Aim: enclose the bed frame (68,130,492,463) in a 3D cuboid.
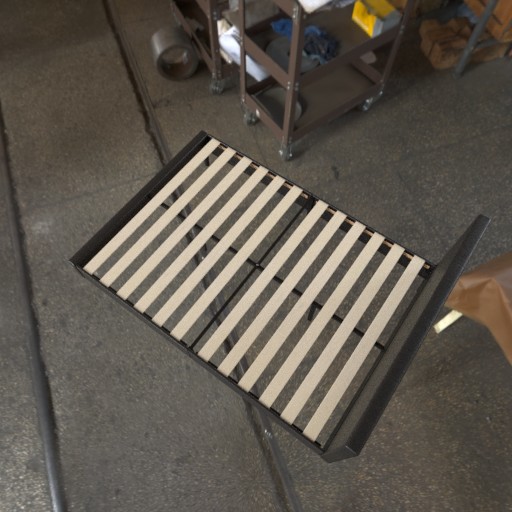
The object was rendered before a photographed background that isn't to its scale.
[{"bbox_3d":[0.000,0.000,2.912,2.152,1.046,1.469,33,68,15],"label":"bed frame"}]
